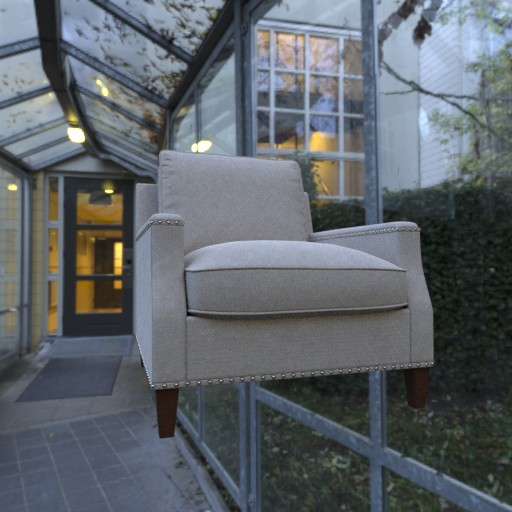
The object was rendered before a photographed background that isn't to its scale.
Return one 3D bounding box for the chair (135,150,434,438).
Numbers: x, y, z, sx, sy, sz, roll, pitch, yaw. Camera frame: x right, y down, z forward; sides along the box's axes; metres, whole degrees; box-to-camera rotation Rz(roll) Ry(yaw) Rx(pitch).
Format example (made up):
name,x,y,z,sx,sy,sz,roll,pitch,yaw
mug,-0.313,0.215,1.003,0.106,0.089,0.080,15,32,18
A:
name,x,y,z,sx,sy,sz,roll,pitch,yaw
chair,0.000,0.000,1.683,0.853,0.943,1.014,0,-1,-18
